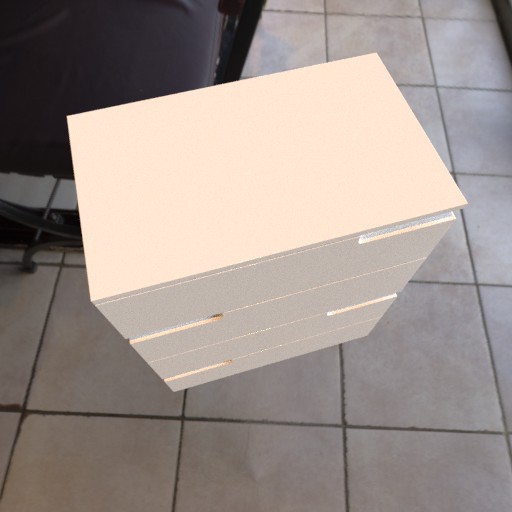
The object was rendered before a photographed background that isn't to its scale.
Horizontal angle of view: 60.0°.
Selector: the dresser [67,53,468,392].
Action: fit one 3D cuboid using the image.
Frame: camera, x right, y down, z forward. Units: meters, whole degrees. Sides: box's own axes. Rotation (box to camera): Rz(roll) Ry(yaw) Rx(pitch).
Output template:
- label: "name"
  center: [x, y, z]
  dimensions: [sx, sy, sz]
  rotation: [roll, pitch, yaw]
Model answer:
- label: "dresser"
  center: [0.000, 0.000, 1.171]
  dimensions: [0.650, 0.800, 0.400]
  rotation: [-15, 64, -7]
